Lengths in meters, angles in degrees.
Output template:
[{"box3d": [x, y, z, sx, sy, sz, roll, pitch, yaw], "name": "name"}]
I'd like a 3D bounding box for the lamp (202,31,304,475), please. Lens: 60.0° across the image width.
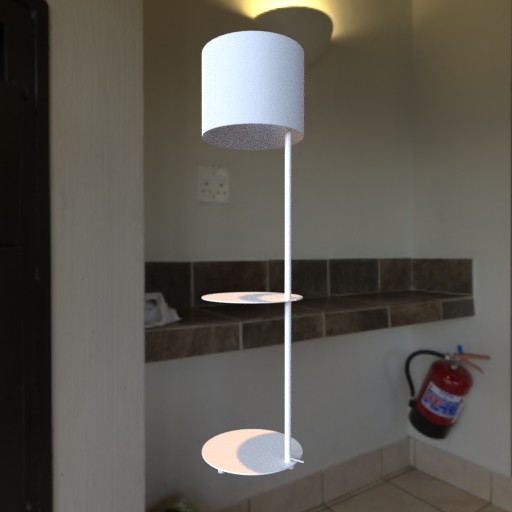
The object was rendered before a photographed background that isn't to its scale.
[{"box3d": [0.000, 0.000, 1.622, 0.405, 1.465, 0.372, 0, 1, 37], "name": "lamp"}]
